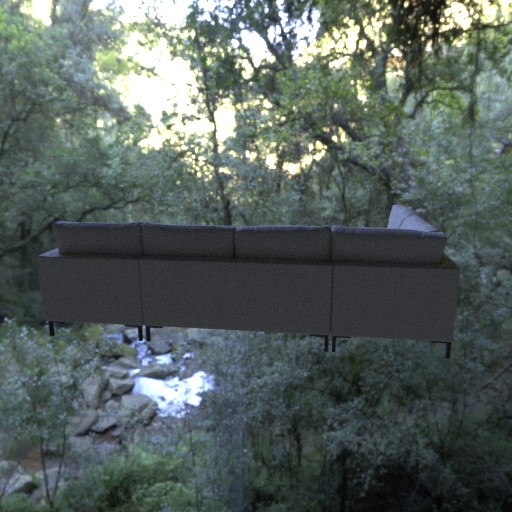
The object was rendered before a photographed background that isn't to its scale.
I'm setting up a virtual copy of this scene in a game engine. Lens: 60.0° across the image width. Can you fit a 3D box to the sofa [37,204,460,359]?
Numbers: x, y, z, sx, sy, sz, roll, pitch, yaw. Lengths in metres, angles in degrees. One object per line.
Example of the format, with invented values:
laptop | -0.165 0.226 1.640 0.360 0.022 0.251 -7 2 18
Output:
sofa | 0.000 0.000 3.986 2.984 0.862 1.989 2 14 7
